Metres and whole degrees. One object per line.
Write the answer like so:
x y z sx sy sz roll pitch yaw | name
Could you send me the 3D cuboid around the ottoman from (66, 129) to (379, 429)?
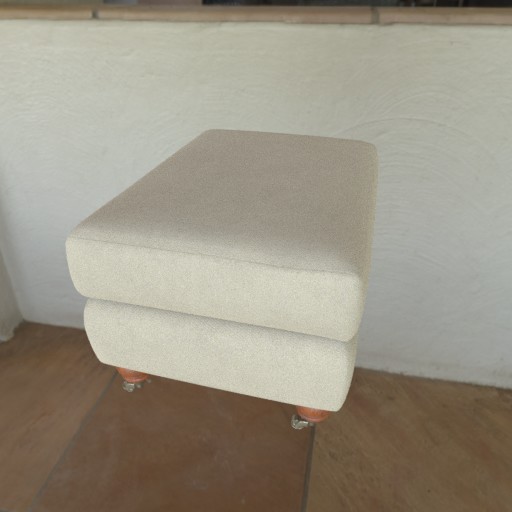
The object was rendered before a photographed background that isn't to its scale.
0.000 0.000 1.165 0.569 0.504 0.773 8 32 13 | ottoman
